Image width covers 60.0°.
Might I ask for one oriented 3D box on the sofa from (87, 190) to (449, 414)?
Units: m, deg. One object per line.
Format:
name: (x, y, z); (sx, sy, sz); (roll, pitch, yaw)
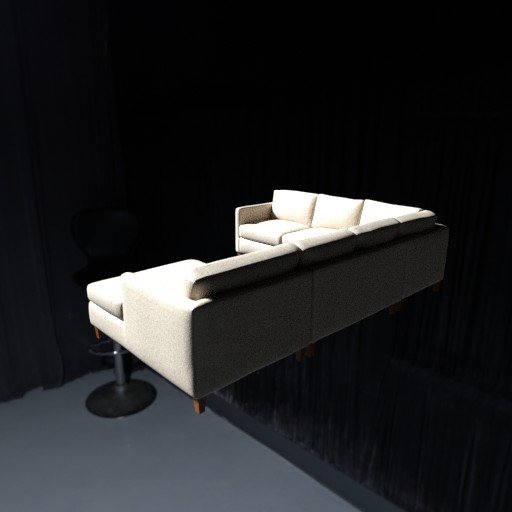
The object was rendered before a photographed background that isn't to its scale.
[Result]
sofa: (0.000, 0.000, 4.683); (3.460, 0.961, 2.594); (-14, 21, -41)
